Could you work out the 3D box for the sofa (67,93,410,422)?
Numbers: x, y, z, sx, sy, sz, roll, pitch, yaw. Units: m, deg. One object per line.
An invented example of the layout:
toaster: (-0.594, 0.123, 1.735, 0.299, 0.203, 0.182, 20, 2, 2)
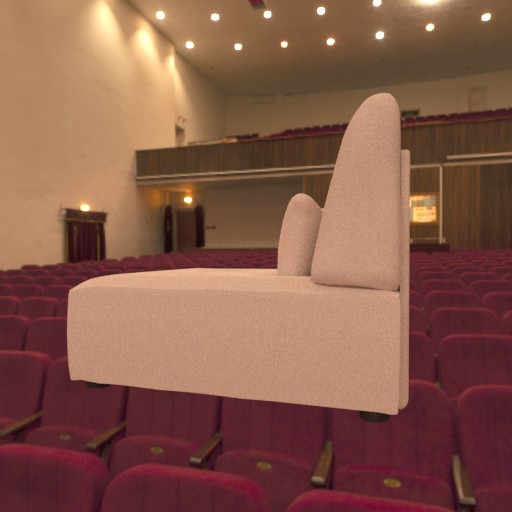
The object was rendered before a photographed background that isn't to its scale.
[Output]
sofa: (0.000, 0.000, 1.542, 1.000, 0.820, 0.700, 0, 0, 18)
